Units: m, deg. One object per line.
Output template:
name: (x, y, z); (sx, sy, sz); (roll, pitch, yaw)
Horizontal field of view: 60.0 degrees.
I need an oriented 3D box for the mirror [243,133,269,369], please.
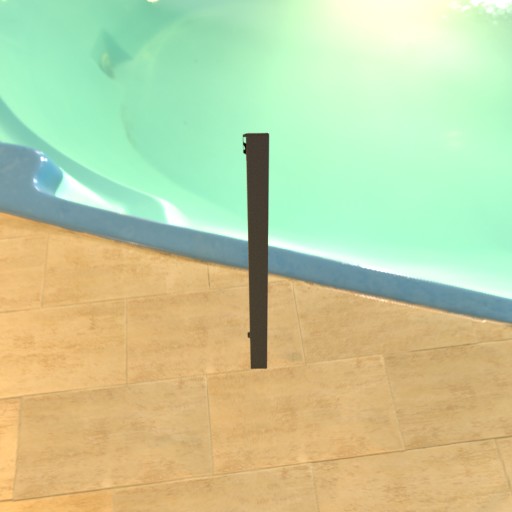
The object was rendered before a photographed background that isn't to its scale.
mirror: (0.000, 0.000, 0.833); (0.032, 0.679, 0.419); (-1, 65, 0)
